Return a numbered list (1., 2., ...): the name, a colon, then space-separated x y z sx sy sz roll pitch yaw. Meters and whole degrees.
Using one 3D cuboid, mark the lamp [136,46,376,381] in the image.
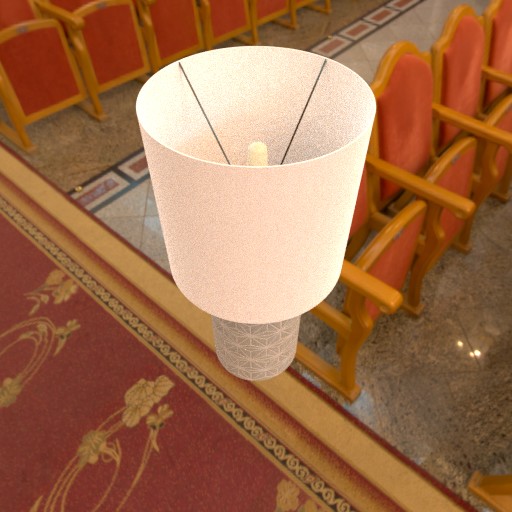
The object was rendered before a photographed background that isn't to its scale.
1. lamp: 0.000 0.000 0.541 0.206 0.416 0.206 33 56 27
